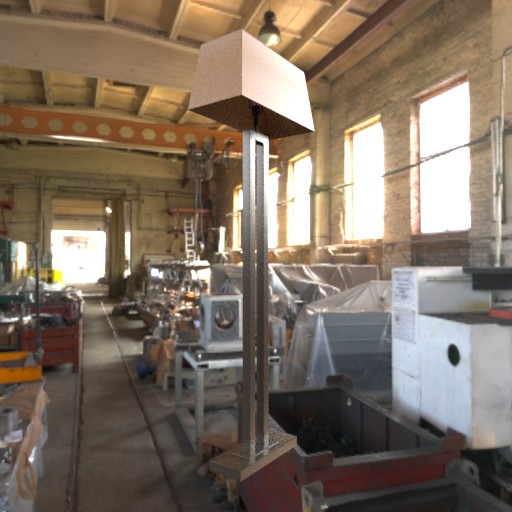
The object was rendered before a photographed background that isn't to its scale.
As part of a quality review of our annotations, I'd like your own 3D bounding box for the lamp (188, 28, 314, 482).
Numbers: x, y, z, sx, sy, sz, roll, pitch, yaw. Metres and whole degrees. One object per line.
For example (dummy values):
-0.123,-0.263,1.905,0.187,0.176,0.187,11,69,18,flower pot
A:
0.000,0.000,1.631,0.233,1.469,0.475,-1,-1,36,lamp
